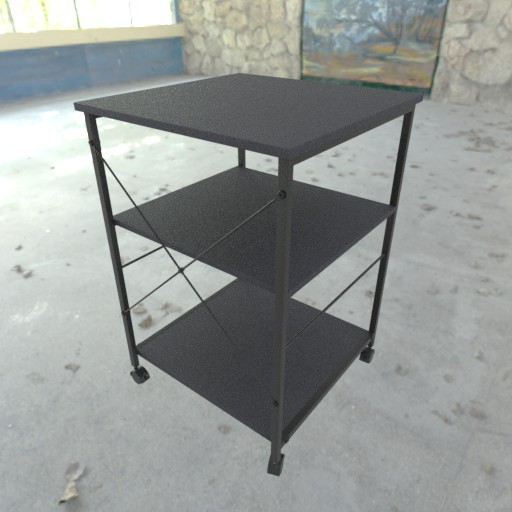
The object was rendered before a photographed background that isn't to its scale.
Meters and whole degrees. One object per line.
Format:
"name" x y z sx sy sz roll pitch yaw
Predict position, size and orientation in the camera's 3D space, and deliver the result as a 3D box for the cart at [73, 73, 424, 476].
"cart" 0.000 0.000 1.115 0.521 0.762 0.520 21 36 32
